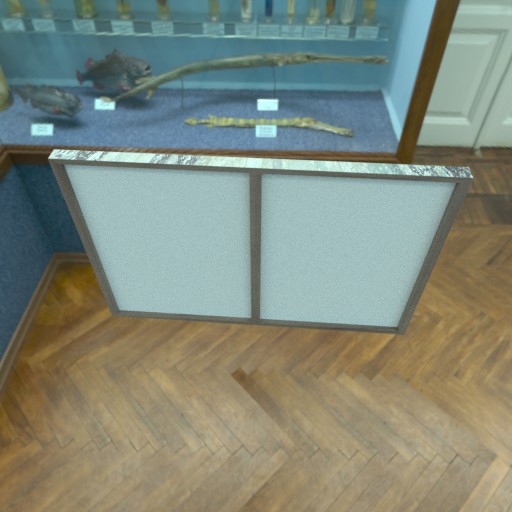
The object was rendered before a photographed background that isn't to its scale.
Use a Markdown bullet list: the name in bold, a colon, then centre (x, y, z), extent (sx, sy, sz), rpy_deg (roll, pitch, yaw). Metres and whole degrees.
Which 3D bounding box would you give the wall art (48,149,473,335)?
- **wall art**: centre (0.000, 0.000, 1.187), extent (0.919, 0.598, 0.038), rpy_deg (3, 47, 3)
